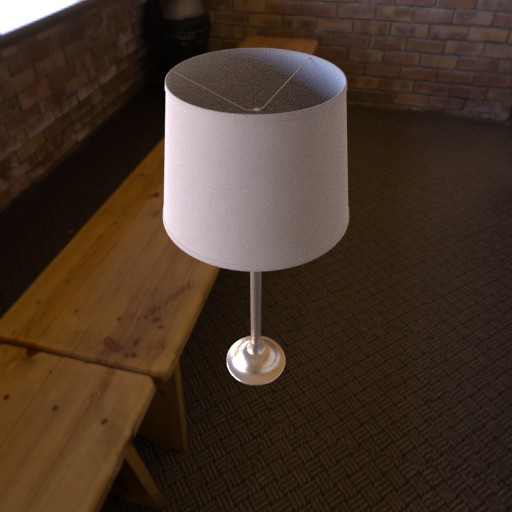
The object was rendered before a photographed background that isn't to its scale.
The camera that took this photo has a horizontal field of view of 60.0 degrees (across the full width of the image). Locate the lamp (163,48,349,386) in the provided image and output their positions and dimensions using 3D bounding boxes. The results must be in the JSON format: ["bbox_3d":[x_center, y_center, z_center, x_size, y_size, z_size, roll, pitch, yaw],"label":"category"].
[{"bbox_3d":[0.000,0.000,0.875,0.331,0.698,0.331,0,42,0],"label":"lamp"}]
